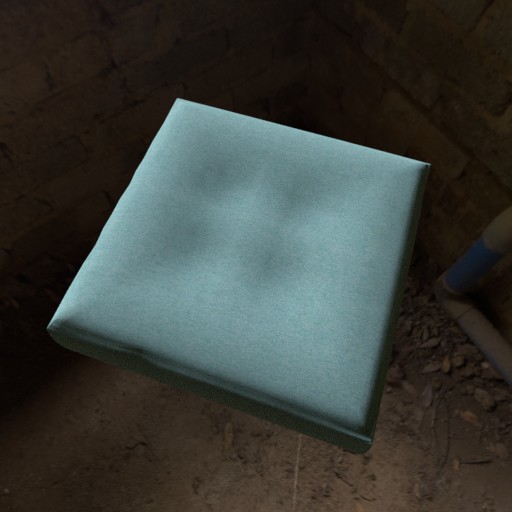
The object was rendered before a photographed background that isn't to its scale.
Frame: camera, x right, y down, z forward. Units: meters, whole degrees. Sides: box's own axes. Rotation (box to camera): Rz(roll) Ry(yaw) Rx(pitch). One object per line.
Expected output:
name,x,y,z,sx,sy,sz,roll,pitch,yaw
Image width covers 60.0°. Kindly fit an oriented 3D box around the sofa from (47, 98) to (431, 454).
sofa,0.000,0.000,1.446,0.930,0.330,0.930,17,65,8
